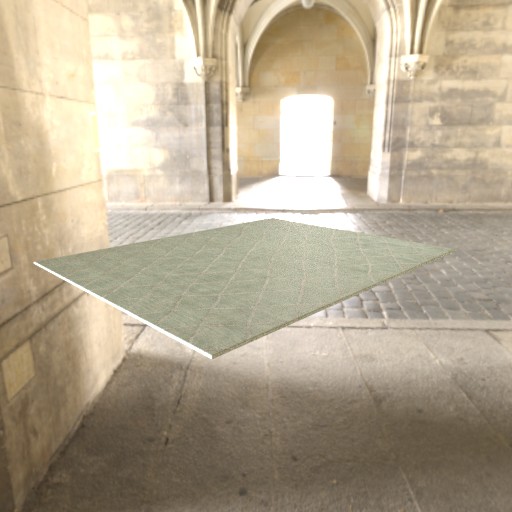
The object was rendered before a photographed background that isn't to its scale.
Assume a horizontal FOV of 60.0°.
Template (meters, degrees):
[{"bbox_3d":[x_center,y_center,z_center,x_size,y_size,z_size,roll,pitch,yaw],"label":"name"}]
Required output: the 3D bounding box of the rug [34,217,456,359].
[{"bbox_3d":[0.000,0.000,4.059,2.420,0.019,3.039,15,21,43],"label":"rug"}]
